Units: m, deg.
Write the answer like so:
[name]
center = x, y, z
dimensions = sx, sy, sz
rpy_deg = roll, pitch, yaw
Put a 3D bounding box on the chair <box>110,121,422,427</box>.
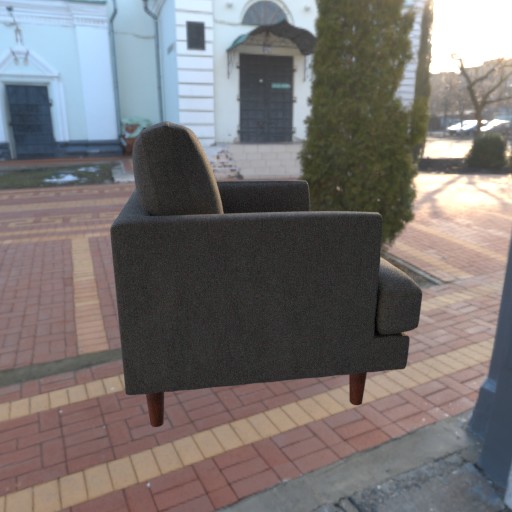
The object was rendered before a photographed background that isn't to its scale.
[chair]
center = 0.000, 0.000, 1.643
dimensions = 0.899, 0.957, 0.858
rpy_deg = -3, 17, -9
